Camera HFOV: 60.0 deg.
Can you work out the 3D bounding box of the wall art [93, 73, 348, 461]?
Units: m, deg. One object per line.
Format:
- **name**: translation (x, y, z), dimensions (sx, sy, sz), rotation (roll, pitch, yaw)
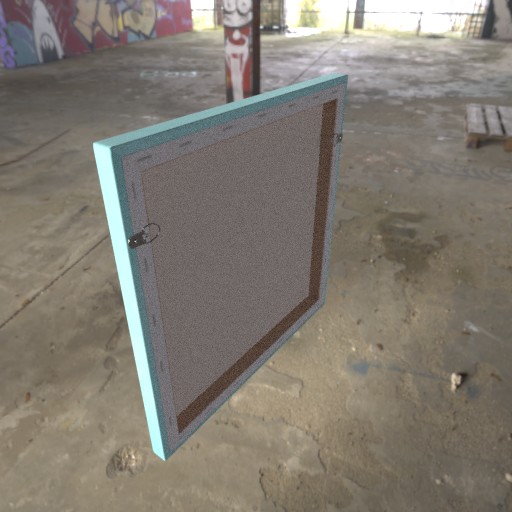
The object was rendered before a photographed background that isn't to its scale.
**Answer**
- **wall art**: translation (0.000, 0.000, 1.574), dimensions (0.070, 1.073, 1.071), rotation (22, 38, 31)
